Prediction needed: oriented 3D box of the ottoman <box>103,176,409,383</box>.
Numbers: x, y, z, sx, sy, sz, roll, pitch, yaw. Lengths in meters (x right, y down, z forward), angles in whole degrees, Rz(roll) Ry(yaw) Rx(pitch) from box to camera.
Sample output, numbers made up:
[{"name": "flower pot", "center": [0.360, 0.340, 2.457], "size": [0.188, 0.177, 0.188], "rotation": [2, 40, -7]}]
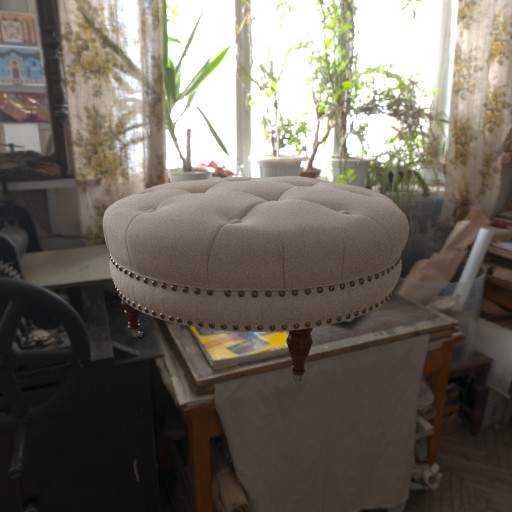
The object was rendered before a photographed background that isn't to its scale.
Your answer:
[{"name": "ottoman", "center": [0.000, 0.000, 1.464], "size": [0.940, 0.483, 0.940], "rotation": [0, 17, 0]}]
